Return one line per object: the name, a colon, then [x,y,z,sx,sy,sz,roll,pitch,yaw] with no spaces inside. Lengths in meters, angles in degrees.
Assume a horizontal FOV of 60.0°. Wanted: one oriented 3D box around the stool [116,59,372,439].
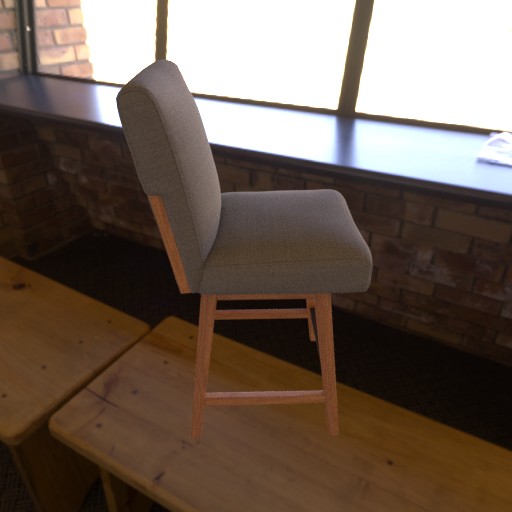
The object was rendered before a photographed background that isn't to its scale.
stool: [0.000,0.000,1.289,0.570,1.019,0.459,-1,31,-1]
